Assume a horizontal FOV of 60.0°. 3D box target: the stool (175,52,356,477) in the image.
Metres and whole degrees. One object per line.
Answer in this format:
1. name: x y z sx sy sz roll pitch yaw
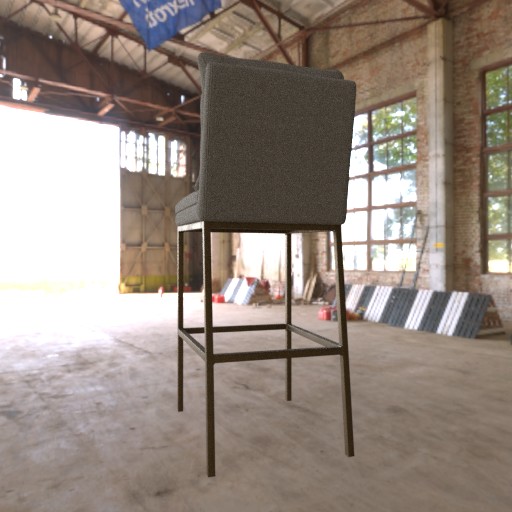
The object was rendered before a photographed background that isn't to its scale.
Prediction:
1. stool: 0.000 0.000 1.449 0.463 1.132 0.569 0 -1 -17
